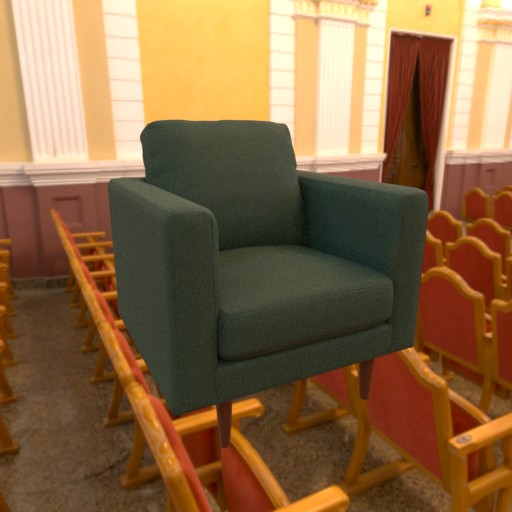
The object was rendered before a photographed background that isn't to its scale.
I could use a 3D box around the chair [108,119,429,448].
[{"bbox_3d":[0.000,0.000,1.557,0.855,0.927,0.800,-8,18,-26],"label":"chair"}]
